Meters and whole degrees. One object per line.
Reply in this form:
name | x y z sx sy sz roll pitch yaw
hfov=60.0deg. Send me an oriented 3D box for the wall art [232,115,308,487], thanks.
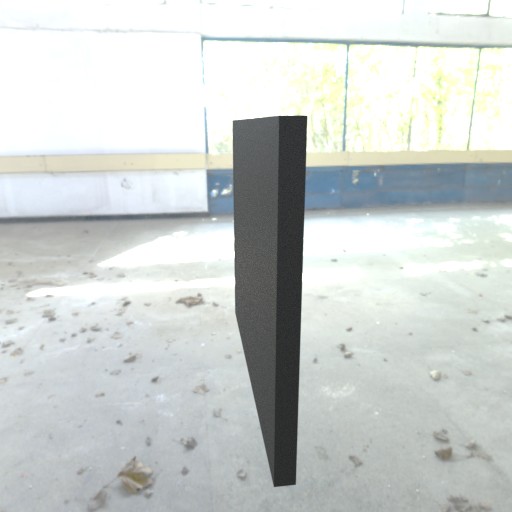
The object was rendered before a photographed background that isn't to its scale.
wall art | 0.000 0.000 0.773 0.029 0.457 0.558 -2 17 -7
